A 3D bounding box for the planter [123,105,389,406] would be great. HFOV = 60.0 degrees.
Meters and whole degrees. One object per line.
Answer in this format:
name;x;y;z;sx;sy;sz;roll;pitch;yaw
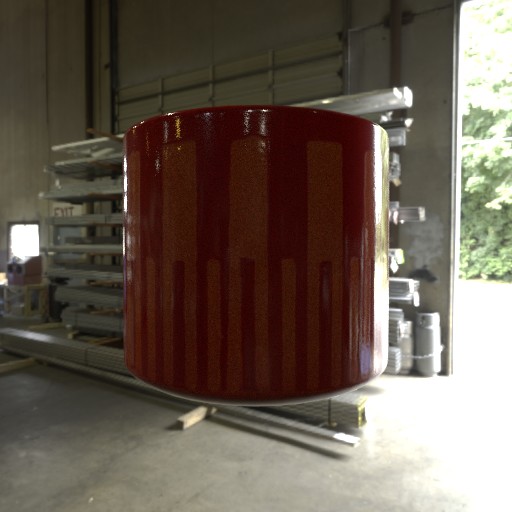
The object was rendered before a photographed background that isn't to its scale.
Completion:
planter;0.000;0.000;0.401;0.230;0.202;0.230;0;2;0
